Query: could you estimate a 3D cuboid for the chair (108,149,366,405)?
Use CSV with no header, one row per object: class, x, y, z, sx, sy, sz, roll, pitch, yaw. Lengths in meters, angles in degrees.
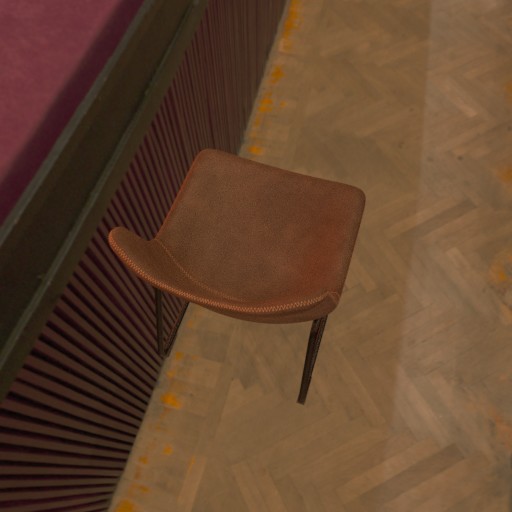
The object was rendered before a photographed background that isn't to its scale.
chair,0.000,0.000,1.094,0.460,0.780,0.551,17,65,8
